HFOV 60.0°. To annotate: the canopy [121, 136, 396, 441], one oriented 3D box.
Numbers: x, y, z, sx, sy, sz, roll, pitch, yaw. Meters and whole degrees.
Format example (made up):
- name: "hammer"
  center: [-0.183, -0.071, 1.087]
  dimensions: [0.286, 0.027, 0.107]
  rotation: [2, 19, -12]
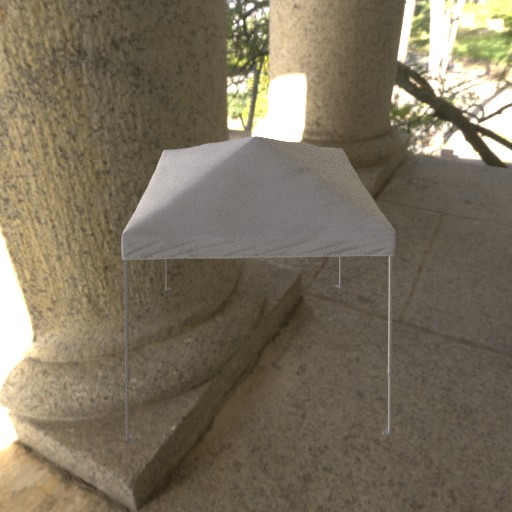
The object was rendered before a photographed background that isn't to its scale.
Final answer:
- name: "canopy"
  center: [0.000, 0.000, 6.628]
  dimensions: [3.600, 3.600, 3.599]
  rotation: [-1, 31, -1]
